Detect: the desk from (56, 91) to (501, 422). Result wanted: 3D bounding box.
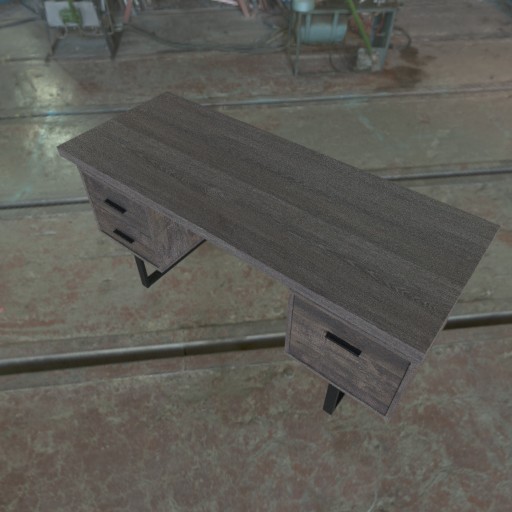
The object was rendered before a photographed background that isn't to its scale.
[{"bbox_3d":[0.000,0.000,1.856,1.524,0.760,0.600,29,53,25],"label":"desk"}]
